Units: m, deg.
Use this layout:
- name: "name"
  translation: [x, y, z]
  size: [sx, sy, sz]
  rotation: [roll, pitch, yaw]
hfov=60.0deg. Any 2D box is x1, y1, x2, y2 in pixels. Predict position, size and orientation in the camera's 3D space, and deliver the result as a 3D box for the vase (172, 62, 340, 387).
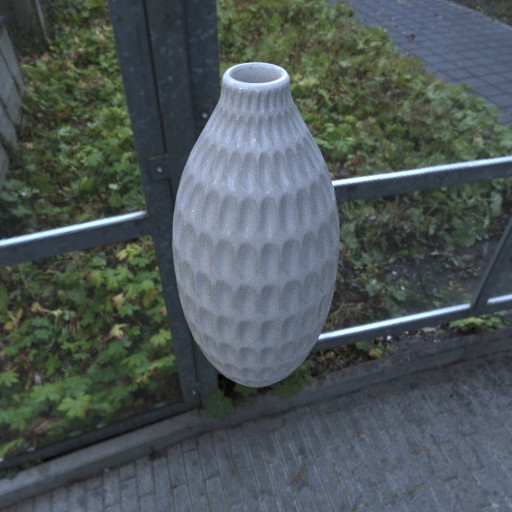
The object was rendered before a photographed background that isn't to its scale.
- name: "vase"
  translation: [0.000, 0.000, 0.347]
  size: [0.127, 0.282, 0.127]
  rotation: [0, 42, 0]
